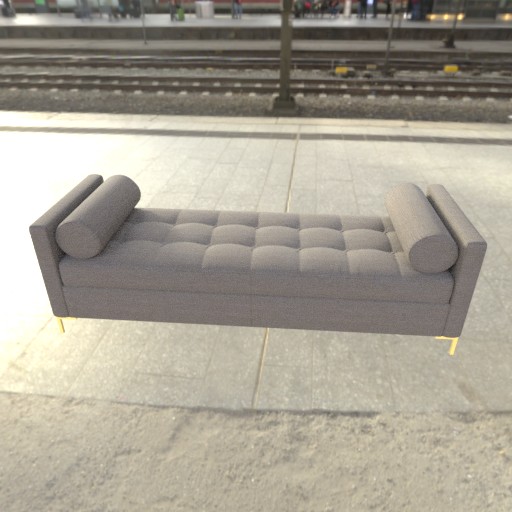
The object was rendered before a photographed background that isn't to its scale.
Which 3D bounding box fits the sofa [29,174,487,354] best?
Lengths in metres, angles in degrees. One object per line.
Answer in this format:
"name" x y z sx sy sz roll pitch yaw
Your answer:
"sofa" 0.000 0.000 2.334 1.981 0.635 0.686 2 30 4
